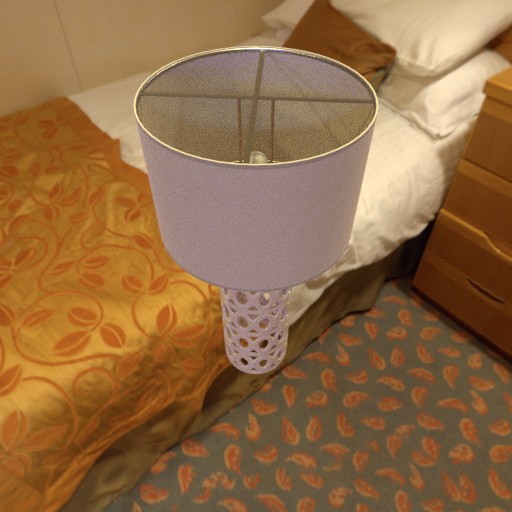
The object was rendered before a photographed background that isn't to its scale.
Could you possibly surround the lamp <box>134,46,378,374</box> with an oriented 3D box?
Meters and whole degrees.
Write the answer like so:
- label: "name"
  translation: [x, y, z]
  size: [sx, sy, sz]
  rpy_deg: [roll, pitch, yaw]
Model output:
- label: "lamp"
  translation: [0.000, 0.000, 0.830]
  size: [0.325, 0.636, 0.324]
  rpy_deg: [3, 47, 3]
